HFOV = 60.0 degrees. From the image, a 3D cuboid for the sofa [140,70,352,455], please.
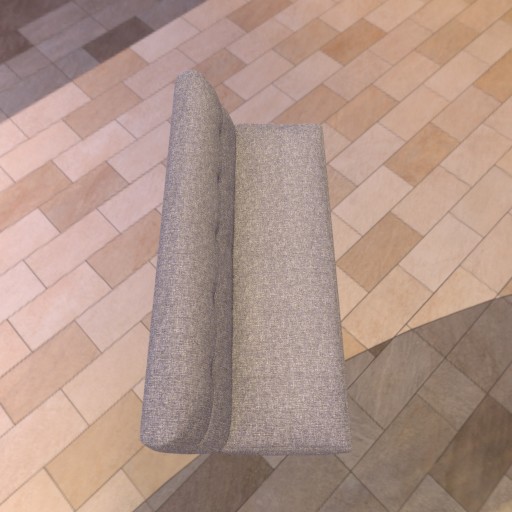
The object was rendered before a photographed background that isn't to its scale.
[{"bbox_3d":[0.000,0.000,2.222,0.820,0.770,1.820,0,64,0],"label":"sofa"}]
